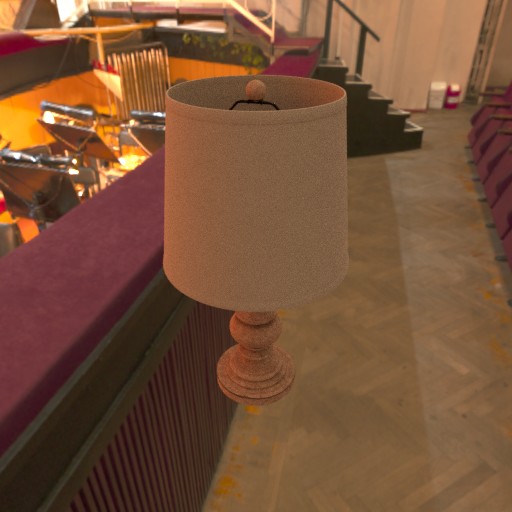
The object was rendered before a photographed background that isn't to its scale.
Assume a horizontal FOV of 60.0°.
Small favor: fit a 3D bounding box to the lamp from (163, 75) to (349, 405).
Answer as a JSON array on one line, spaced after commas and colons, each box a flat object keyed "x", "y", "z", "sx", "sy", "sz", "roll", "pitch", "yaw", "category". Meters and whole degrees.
[{"x": 0.000, "y": 0.000, "z": 0.663, "sx": 0.273, "sy": 0.497, "sz": 0.273, "roll": 0, "pitch": 31, "yaw": 0, "category": "lamp"}]
